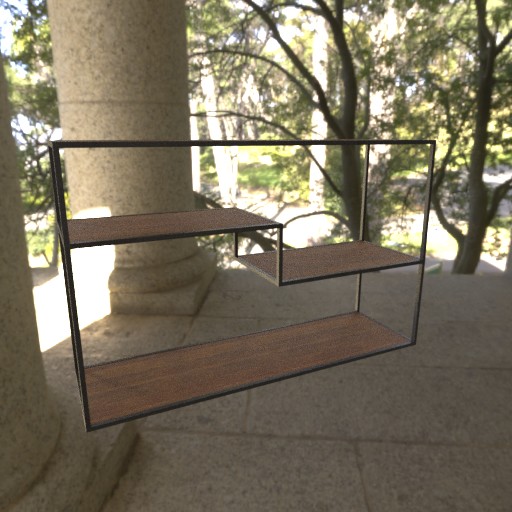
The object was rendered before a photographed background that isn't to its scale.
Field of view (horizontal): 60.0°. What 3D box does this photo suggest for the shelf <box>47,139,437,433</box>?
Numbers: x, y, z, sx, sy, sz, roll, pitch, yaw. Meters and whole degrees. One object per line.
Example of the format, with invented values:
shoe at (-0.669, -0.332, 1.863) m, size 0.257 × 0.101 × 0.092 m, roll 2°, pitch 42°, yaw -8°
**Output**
shelf at (0.000, 0.000, 1.511) m, size 1.201 × 0.765 × 0.361 m, roll -7°, pitch 17°, yaw -25°
